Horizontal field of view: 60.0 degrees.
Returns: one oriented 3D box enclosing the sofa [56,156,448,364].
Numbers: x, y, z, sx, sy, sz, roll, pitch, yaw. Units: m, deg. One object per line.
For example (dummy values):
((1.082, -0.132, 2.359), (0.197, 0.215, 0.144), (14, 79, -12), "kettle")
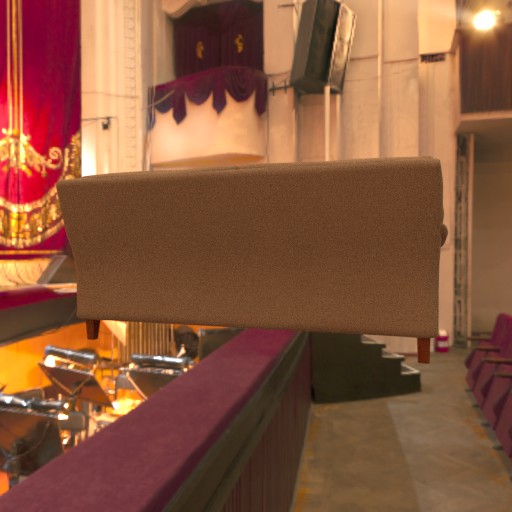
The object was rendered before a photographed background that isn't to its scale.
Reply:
((0.000, 0.000, 2.672), (2.070, 0.997, 1.091), (0, 1, 17), "sofa")
